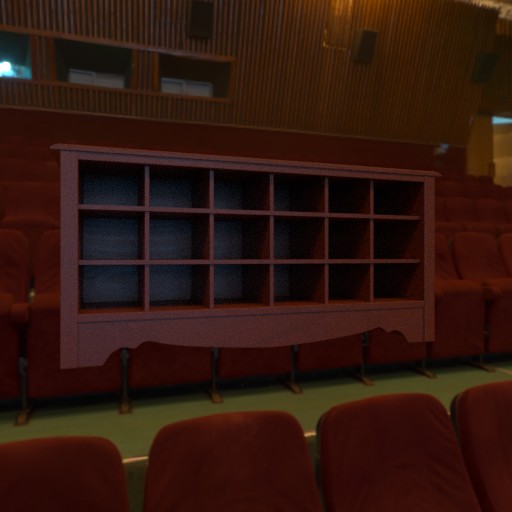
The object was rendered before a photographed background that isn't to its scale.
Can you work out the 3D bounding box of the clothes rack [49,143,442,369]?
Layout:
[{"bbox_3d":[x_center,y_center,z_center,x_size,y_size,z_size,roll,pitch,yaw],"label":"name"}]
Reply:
[{"bbox_3d":[0.000,0.000,1.520,1.251,0.594,0.362,0,0,-19],"label":"clothes rack"}]
